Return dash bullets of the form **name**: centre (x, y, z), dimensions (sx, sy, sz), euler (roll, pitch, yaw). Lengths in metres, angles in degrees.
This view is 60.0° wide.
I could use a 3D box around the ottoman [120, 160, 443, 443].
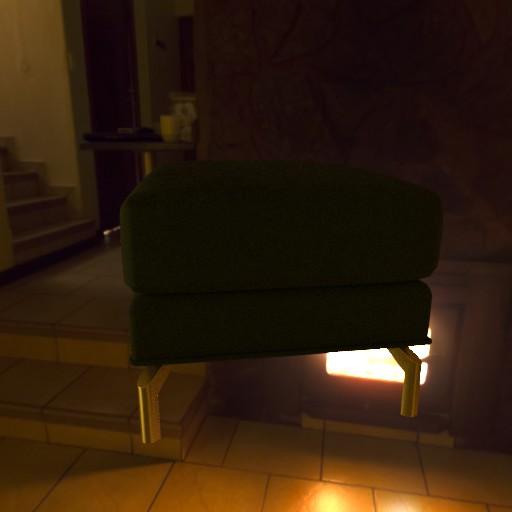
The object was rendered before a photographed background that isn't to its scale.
- **ottoman**: centre (0.000, 0.000, 1.194), dimensions (0.587, 0.498, 0.835), euler (-2, 14, -9)
